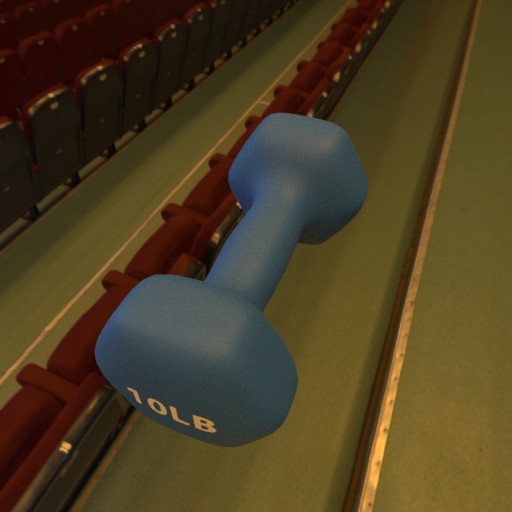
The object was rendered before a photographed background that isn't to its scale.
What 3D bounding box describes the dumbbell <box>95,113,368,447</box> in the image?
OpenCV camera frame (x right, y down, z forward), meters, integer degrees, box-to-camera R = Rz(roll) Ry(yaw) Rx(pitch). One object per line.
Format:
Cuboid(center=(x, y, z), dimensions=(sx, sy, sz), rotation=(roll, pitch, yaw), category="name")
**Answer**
Cuboid(center=(0.000, 0.000, 0.270), dimensions=(0.103, 0.093, 0.212), rotation=(16, 48, 15), category="dumbbell")
